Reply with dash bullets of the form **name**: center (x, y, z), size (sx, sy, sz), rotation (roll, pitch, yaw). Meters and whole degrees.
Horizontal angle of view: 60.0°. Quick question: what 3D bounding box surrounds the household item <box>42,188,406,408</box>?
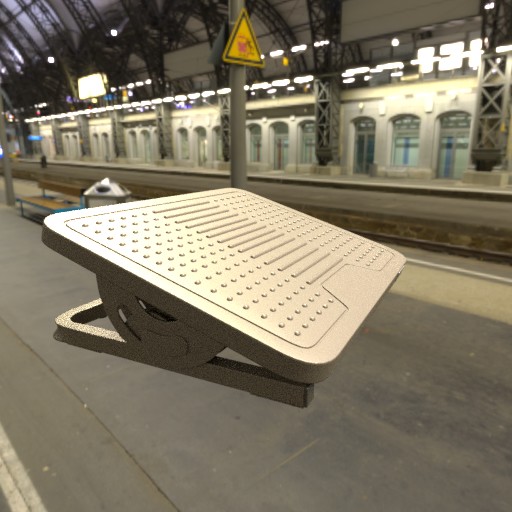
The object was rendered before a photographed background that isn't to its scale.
- **household item**: center (0.000, 0.000, 0.530), size (0.301, 0.126, 0.390), rotation (7, 15, 26)
